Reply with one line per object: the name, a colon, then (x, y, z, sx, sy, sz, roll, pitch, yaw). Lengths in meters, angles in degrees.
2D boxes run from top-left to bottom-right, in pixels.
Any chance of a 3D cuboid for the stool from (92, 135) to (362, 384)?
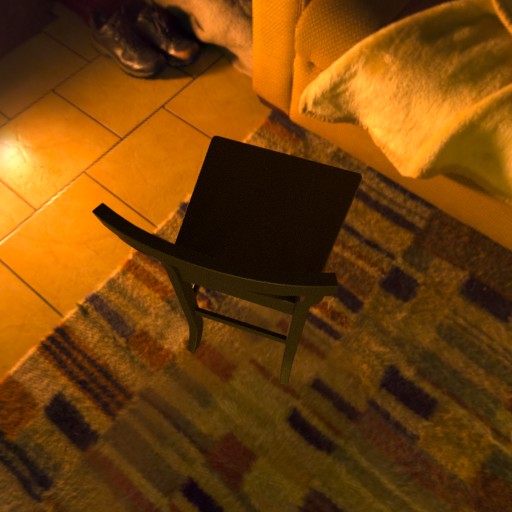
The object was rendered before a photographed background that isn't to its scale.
stool: (0.000, 0.000, 1.285, 0.452, 0.989, 0.559, 17, 65, 8)
